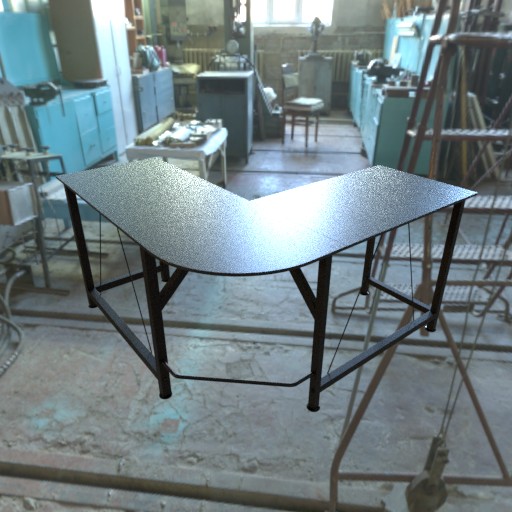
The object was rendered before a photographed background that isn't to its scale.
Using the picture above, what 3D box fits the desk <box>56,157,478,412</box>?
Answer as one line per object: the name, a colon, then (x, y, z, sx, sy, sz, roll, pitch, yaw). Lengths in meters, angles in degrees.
desk: (0.000, 0.000, 2.246, 1.400, 0.762, 1.400, -20, 34, -33)
